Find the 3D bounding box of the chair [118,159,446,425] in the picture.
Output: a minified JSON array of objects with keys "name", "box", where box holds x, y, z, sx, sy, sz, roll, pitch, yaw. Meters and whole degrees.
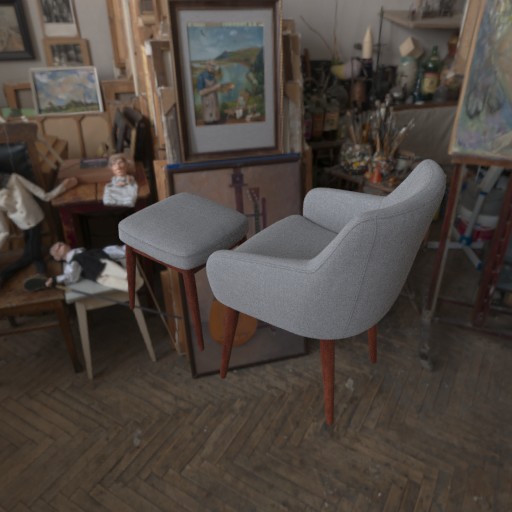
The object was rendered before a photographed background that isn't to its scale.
[{"name":"chair","box":[0.000,0.000,1.560,1.107,0.799,0.584,22,39,30]}]
